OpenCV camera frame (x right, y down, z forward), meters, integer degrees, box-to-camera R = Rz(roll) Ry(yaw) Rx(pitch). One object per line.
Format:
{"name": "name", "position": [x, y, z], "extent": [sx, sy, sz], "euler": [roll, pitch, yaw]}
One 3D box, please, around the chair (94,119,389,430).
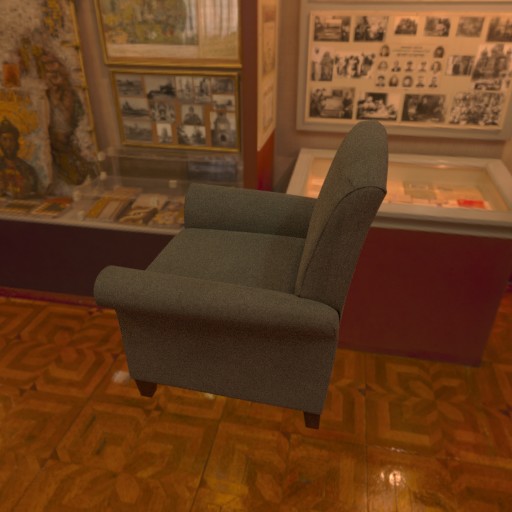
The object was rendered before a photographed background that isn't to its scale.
{"name": "chair", "position": [0.000, 0.000, 1.810], "extent": [0.905, 1.061, 0.978], "euler": [7, 30, 12]}
